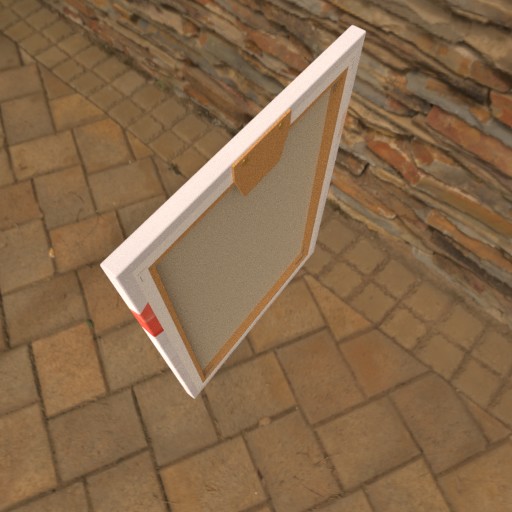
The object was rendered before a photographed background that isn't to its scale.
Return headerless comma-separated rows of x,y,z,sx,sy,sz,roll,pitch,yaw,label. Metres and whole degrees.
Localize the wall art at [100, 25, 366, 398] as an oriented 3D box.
0.000,0.000,1.285,0.045,1.014,0.759,34,67,17,wall art
